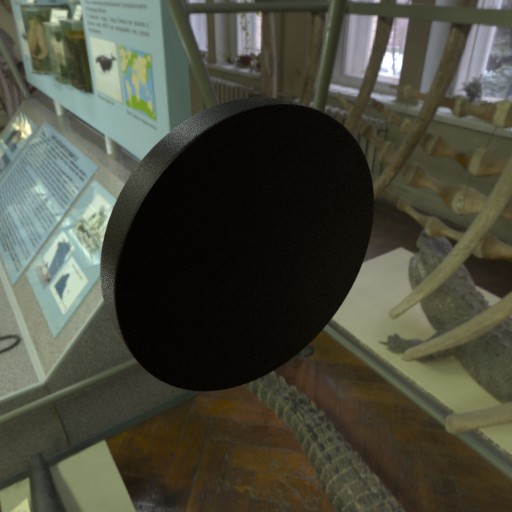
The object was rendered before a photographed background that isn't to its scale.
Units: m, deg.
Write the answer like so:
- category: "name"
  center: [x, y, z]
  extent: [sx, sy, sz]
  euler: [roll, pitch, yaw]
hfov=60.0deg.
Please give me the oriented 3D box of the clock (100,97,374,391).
- category: "clock"
  center: [0.000, 0.000, 0.467]
  extent: [0.314, 0.314, 0.040]
  euler: [-19, 35, -30]
